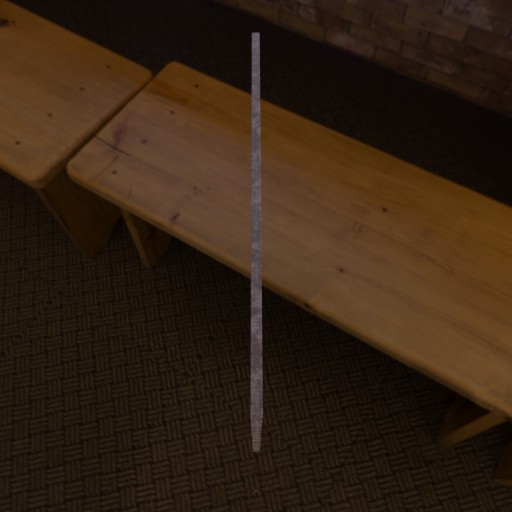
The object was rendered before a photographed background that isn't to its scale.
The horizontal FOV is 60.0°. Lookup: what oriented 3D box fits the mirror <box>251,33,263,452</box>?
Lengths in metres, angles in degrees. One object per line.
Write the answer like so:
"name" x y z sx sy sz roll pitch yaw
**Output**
"mirror" 0.000 0.000 1.430 0.022 0.795 1.101 0 62 0
